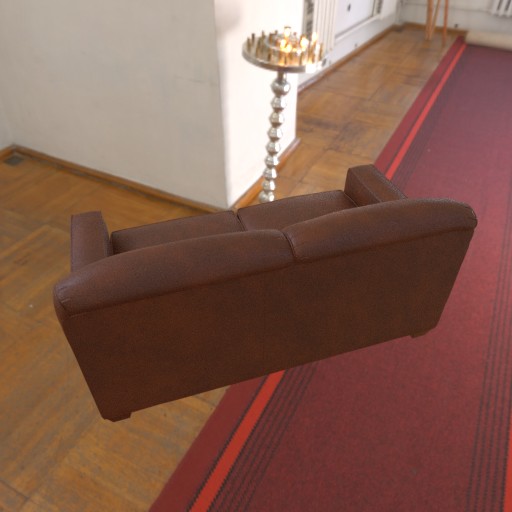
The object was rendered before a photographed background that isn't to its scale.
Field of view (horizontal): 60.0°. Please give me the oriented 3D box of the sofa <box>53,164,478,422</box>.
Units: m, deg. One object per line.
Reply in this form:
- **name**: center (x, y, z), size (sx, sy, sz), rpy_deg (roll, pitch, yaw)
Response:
- **sofa**: center (0.000, 0.000, 2.386), size (1.856, 0.966, 1.000), rpy_deg (-12, 42, -13)
